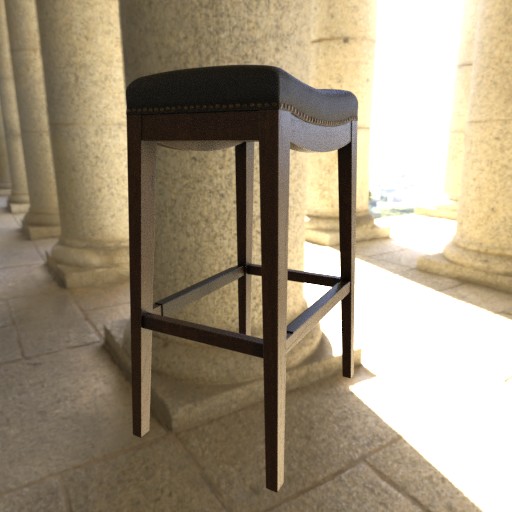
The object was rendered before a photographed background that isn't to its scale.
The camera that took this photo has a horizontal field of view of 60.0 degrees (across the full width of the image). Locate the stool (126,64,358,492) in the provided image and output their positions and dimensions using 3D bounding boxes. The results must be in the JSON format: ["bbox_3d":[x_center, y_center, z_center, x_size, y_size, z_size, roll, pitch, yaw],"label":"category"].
[{"bbox_3d":[0.000,0.000,1.033,0.361,0.765,0.500,8,16,27],"label":"stool"}]
